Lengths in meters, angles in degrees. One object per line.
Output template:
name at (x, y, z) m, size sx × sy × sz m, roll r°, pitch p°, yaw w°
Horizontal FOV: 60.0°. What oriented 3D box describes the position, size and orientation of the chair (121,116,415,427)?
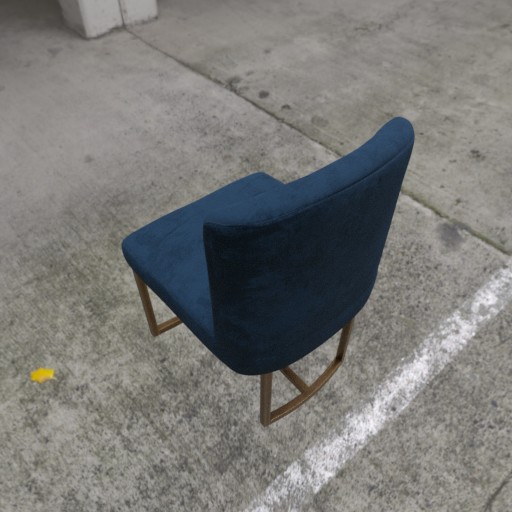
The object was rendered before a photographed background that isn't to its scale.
chair at (0.000, 0.000, 1.176) m, size 0.530 × 0.824 × 0.560 m, roll -31°, pitch 53°, yaw -27°
